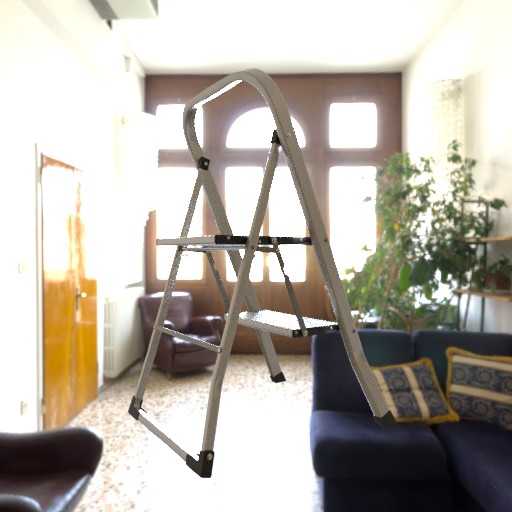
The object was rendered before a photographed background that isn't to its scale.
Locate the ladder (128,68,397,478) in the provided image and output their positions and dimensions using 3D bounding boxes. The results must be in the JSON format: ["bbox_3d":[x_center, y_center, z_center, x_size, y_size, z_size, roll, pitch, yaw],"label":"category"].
[{"bbox_3d":[0.000,0.000,1.135,0.530,0.830,0.465,0,1,-35],"label":"ladder"}]
